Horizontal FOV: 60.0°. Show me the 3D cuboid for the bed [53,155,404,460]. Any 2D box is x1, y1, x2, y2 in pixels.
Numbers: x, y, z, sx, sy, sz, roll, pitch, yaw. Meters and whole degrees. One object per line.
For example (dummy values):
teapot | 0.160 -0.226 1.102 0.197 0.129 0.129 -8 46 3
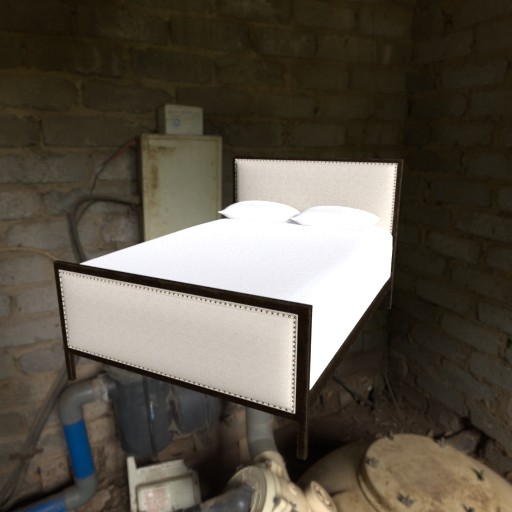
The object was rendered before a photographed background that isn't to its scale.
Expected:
bed | 0.000 0.000 3.218 1.607 1.313 2.221 8 17 26
